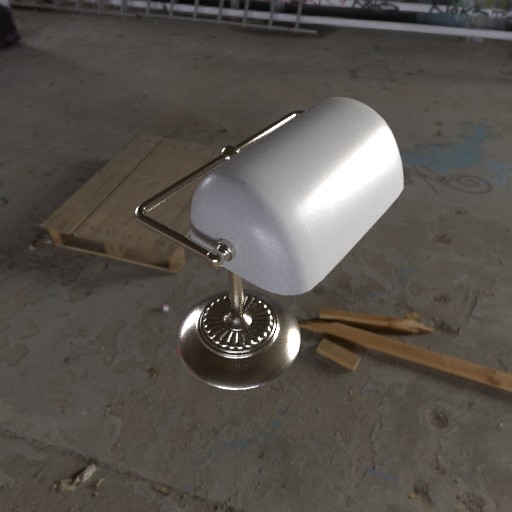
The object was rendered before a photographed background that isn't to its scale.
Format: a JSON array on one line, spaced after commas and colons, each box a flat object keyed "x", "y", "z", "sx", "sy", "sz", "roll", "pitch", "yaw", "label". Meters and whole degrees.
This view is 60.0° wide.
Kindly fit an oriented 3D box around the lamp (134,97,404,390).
[{"x": 0.000, "y": 0.000, "z": 0.510, "sx": 0.243, "sy": 0.339, "sz": 0.264, "roll": 27, "pitch": 49, "yaw": 27, "label": "lamp"}]
